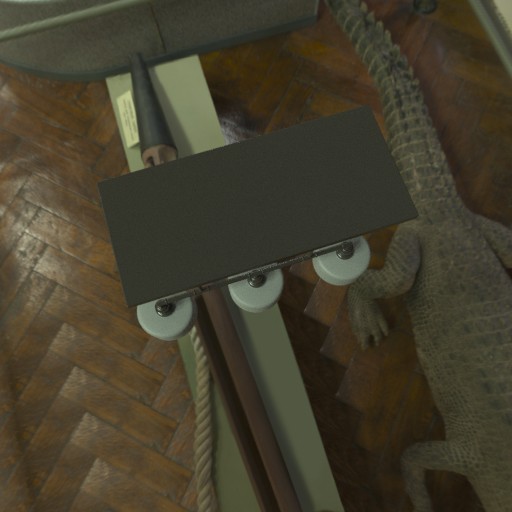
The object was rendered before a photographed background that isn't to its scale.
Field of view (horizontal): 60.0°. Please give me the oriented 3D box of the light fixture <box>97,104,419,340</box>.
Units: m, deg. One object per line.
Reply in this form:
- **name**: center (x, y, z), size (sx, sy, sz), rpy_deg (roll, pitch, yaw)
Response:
- **light fixture**: center (0.000, 0.000, 0.855), size (0.582, 0.557, 0.177), rpy_deg (-17, 75, -5)
